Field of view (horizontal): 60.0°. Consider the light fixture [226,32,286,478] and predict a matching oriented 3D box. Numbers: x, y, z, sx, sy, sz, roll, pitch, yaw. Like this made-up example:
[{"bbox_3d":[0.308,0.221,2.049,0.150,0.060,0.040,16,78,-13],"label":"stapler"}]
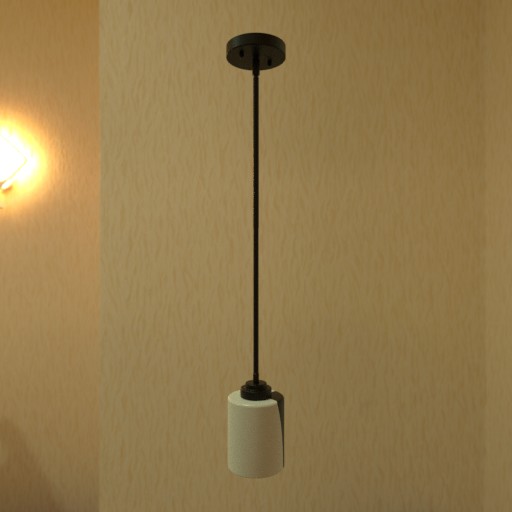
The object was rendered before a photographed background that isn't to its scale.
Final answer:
[{"bbox_3d":[0.000,0.000,0.917,0.123,0.863,0.123,0,0,-36],"label":"light fixture"}]
